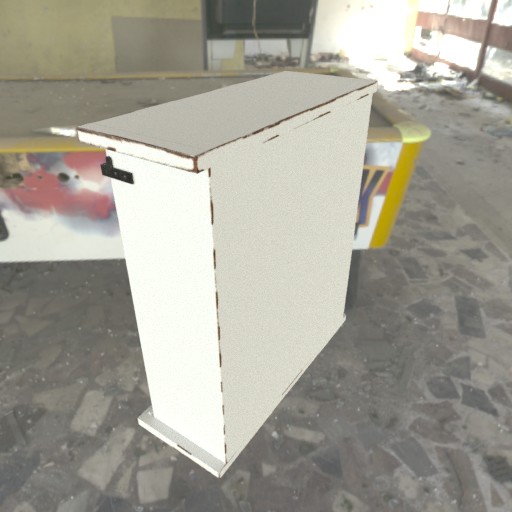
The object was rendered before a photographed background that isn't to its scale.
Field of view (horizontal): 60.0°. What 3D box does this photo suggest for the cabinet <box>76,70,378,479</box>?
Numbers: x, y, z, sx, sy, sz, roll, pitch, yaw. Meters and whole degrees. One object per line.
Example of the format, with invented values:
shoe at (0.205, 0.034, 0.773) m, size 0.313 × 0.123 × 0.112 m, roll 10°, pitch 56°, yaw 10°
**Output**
cabinet at (0.000, 0.000, 0.885) m, size 0.210 × 0.603 × 0.541 m, roll 20°, pitch 37°, yaw 29°
